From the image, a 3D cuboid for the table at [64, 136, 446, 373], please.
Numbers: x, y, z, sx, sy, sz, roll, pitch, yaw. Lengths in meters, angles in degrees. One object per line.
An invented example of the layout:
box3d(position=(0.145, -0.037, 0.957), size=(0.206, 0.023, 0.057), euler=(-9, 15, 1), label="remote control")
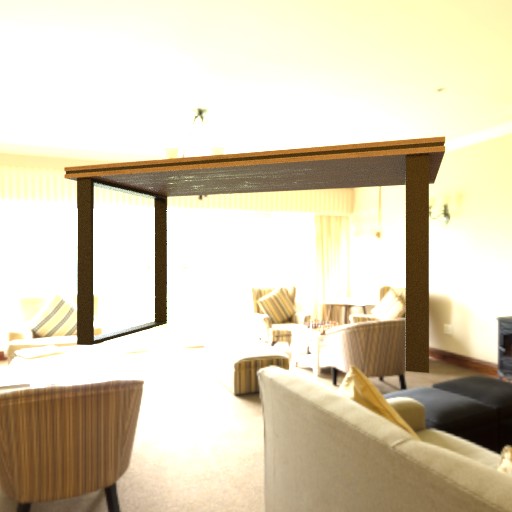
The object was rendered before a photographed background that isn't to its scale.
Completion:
box3d(position=(0.000, 0.000, 2.327), size=(1.778, 0.899, 0.795), euler=(0, 0, 19), label="table")
